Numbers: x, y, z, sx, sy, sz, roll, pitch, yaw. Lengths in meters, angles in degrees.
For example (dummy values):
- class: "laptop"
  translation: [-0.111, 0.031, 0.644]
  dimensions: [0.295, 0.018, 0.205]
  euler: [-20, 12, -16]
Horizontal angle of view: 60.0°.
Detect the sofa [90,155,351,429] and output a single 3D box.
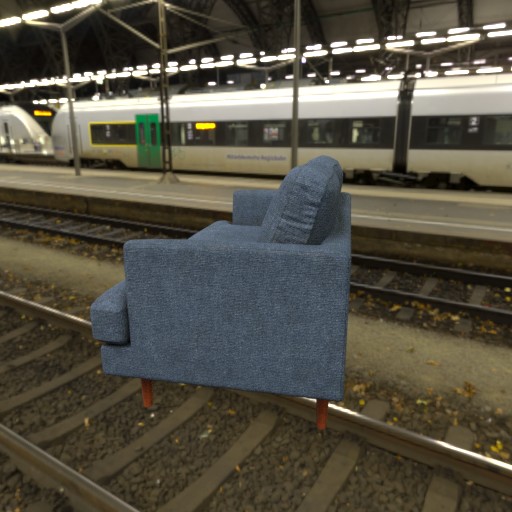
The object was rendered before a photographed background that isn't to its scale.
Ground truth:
- class: "sofa"
  translation: [0.000, 0.000, 2.198]
  dimensions: [0.903, 0.944, 1.582]
  euler: [3, 15, 11]
